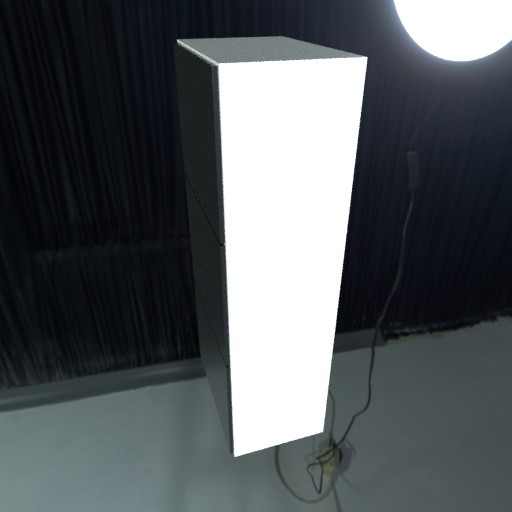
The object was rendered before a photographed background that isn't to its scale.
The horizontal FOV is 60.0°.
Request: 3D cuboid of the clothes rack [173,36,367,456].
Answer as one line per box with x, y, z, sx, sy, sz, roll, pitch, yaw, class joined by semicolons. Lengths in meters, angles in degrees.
0.000;0.000;1.385;0.330;1.187;0.500;-9;32;-15;clothes rack
